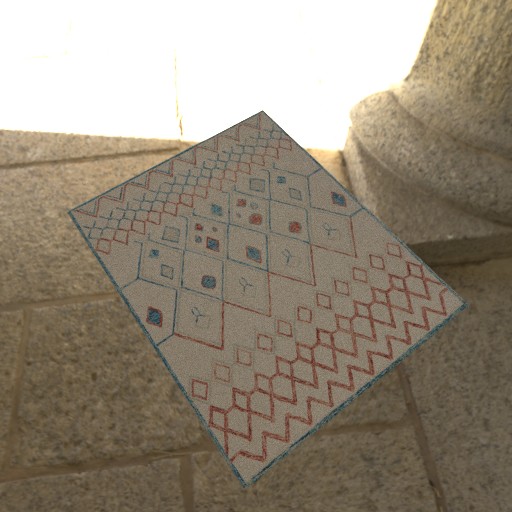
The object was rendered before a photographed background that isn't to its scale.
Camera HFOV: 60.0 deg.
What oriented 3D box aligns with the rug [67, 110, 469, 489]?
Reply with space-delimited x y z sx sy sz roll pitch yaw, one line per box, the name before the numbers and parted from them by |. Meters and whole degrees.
rug | 0.000 0.000 4.172 2.441 0.016 3.050 -33 65 -17
